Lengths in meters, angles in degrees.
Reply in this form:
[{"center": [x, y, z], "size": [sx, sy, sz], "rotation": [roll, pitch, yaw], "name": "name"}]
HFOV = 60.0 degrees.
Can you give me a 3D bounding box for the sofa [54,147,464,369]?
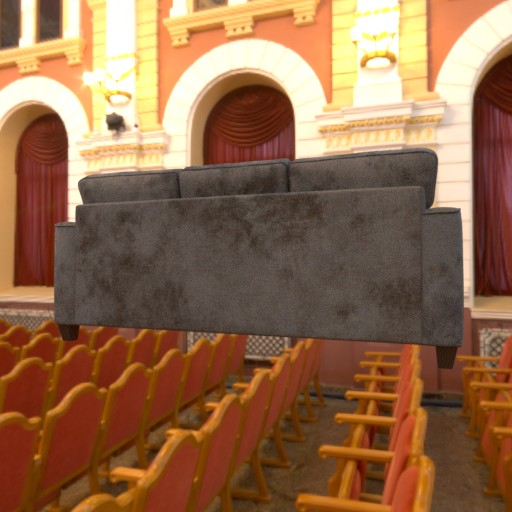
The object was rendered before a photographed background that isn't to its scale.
[{"center": [0.000, 0.000, 2.584], "size": [2.133, 0.965, 0.939], "rotation": [0, -1, 20], "name": "sofa"}]
